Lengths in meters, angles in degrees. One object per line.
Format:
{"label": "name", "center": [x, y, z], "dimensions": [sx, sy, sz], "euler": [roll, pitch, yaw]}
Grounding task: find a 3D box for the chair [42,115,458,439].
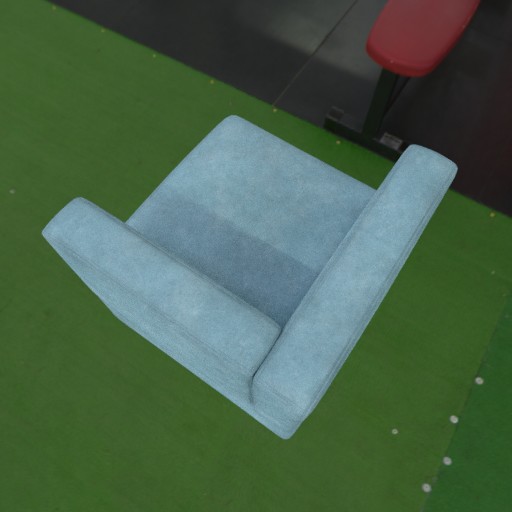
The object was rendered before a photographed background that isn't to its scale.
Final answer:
{"label": "chair", "center": [0.000, 0.000, 1.236], "dimensions": [0.684, 0.660, 0.691], "euler": [32, 68, 14]}
